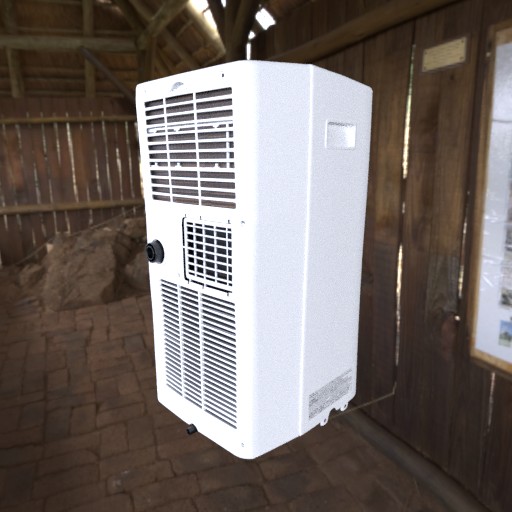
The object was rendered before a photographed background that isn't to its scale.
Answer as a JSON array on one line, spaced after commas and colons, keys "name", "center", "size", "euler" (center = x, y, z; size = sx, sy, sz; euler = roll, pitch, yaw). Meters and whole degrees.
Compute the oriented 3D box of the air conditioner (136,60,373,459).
[{"name": "air conditioner", "center": [0.000, 0.000, 0.812], "size": [0.349, 0.606, 0.304], "euler": [-12, 17, -43]}]
